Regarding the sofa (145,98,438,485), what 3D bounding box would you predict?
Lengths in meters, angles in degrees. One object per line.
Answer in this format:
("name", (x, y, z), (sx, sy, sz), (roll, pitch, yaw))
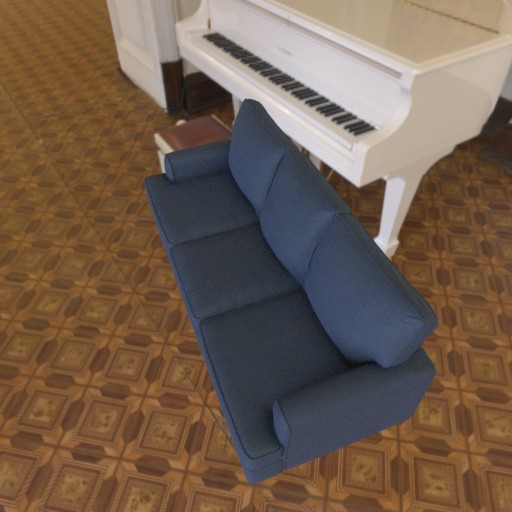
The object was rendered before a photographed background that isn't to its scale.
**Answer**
("sofa", (0.000, 0.000, 2.625), (0.951, 0.965, 2.158), (-16, 48, -15))
